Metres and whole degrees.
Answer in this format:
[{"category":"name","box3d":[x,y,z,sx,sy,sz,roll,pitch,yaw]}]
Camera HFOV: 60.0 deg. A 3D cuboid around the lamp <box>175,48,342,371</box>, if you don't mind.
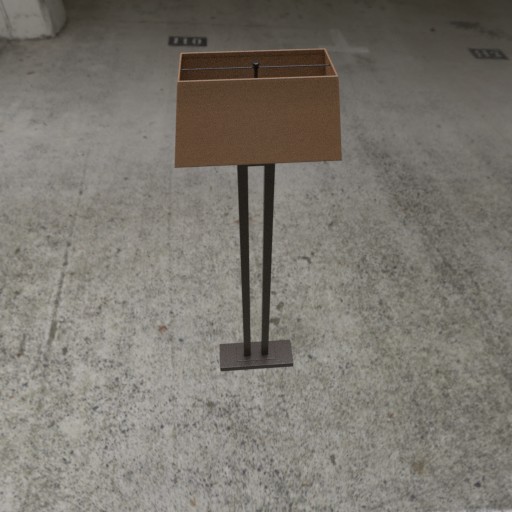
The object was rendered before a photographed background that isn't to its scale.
[{"category":"lamp","box3d":[0.000,0.000,1.693,0.475,1.469,0.233,-3,46,-3]}]
